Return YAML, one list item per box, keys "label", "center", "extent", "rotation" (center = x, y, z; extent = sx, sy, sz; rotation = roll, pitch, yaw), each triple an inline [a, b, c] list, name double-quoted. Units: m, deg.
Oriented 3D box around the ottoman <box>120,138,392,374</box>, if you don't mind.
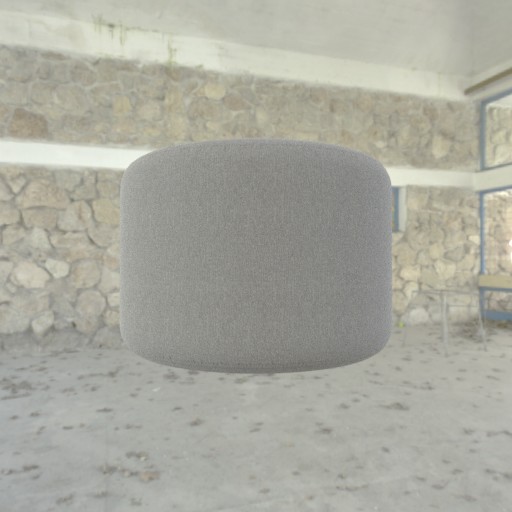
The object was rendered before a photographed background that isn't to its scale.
- label: "ottoman"
  center: [0.000, 0.000, 1.035]
  extent: [0.608, 0.433, 0.608]
  rotation: [0, -1, 0]
